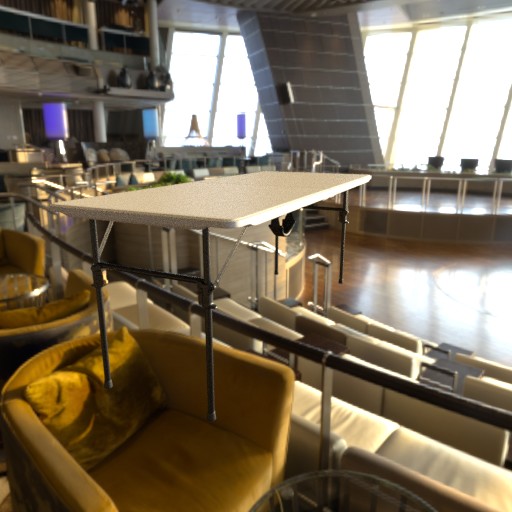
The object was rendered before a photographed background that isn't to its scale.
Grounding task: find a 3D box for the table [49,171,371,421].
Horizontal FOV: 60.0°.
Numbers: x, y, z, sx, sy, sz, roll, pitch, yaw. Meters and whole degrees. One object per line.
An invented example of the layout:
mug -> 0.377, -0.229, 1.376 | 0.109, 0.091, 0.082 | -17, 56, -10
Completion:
table -> 0.000, 0.000, 2.262 | 0.761, 0.719, 1.829 | 7, 16, 25
